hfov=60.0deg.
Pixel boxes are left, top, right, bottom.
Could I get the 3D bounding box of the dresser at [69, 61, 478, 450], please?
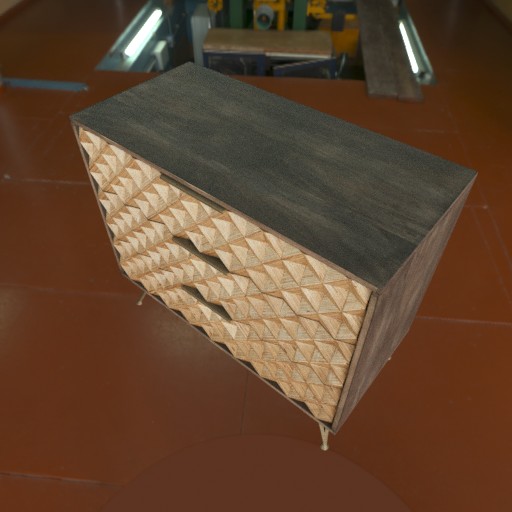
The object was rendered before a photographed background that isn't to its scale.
[{"bbox_3d":[0.000,0.000,1.369,0.923,0.801,0.453,31,54,26],"label":"dresser"}]
